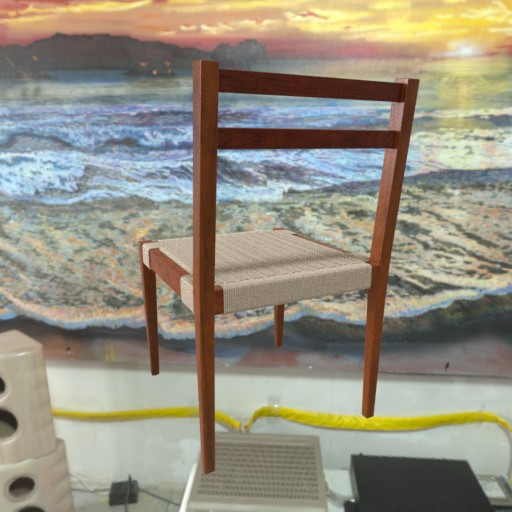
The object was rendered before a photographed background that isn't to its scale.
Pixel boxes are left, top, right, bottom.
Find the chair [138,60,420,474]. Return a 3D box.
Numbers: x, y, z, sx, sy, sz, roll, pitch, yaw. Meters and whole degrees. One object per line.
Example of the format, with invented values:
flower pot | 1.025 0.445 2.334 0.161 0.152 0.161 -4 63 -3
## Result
chair | 0.000 0.000 1.178 0.495 0.851 0.569 -7 16 -26
